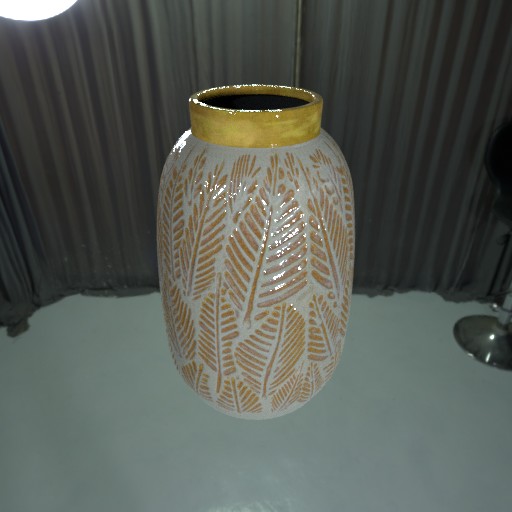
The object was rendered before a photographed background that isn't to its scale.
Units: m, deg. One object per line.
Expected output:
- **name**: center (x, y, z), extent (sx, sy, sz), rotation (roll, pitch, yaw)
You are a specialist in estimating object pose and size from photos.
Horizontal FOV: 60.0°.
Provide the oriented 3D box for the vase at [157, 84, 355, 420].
- **vase**: center (0.000, 0.000, 0.390), extent (0.172, 0.270, 0.172), rotation (0, 31, 0)
